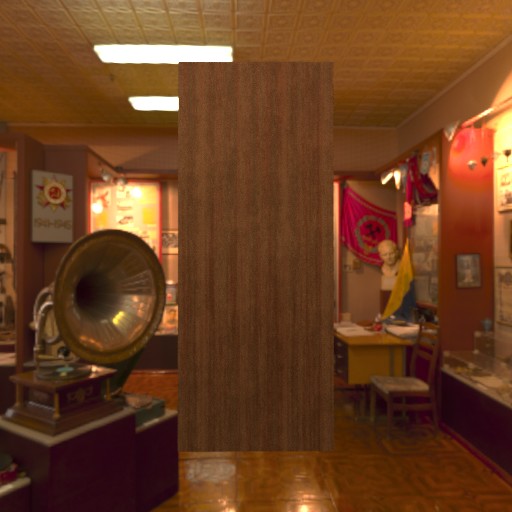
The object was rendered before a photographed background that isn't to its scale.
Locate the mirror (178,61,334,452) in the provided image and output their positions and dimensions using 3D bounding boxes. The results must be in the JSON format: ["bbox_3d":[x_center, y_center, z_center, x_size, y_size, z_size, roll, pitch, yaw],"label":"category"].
[{"bbox_3d":[0.000,0.000,2.324,0.812,2.032,0.025,0,0,-1],"label":"mirror"}]
